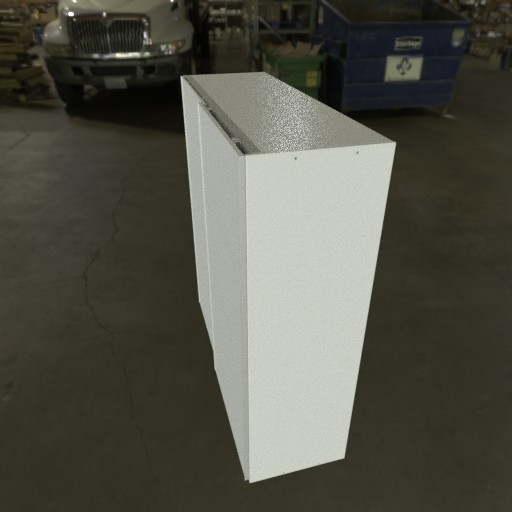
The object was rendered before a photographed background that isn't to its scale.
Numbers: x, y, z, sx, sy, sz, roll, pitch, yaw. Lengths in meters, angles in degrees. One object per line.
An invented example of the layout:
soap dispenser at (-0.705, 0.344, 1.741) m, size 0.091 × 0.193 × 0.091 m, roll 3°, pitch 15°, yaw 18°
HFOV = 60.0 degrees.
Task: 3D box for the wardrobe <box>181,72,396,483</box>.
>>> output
wardrobe at (0.000, 0.000, 2.873) m, size 0.629 × 1.960 × 1.780 m, roll -8°, pitch 32°, yaw -13°
